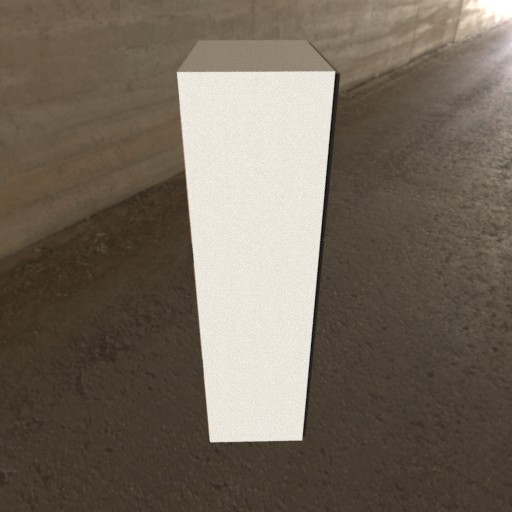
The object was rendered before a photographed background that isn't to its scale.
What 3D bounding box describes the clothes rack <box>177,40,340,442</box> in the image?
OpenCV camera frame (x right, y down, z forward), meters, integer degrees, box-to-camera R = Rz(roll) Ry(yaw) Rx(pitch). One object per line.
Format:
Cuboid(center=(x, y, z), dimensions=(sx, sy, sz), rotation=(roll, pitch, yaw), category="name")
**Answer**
Cuboid(center=(0.000, 0.000, 1.412), dimensions=(0.330, 1.187, 0.500), rotation=(-1, 32, -1), category="clothes rack")
